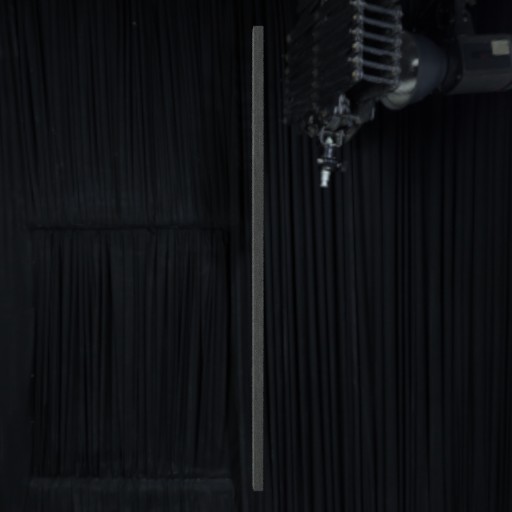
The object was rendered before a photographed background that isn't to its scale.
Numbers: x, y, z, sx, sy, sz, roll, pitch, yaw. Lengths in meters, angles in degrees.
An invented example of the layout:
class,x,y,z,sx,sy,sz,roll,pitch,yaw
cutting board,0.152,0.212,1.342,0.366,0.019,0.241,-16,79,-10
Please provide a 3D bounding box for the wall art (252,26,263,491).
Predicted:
class,x,y,z,sx,sy,sz,roll,pitch,yaw
wall art,0.000,0.000,0.781,0.013,0.570,0.476,0,2,-1
